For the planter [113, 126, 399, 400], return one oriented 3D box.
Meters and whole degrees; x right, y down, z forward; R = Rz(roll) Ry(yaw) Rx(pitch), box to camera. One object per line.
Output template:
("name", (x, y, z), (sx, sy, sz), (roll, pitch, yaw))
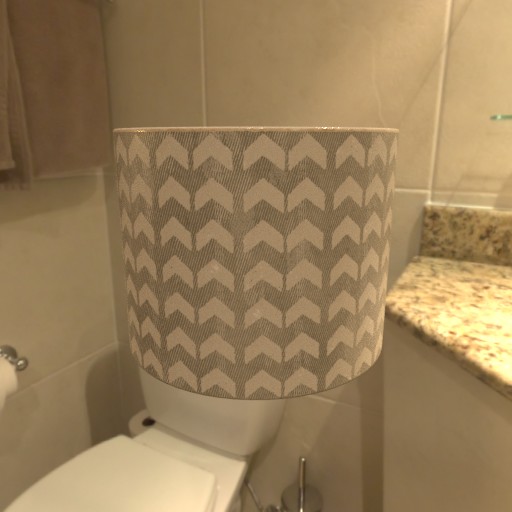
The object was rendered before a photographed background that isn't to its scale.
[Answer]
("planter", (0.000, 0.000, 0.436), (0.250, 0.239, 0.250), (0, 15, 0))
